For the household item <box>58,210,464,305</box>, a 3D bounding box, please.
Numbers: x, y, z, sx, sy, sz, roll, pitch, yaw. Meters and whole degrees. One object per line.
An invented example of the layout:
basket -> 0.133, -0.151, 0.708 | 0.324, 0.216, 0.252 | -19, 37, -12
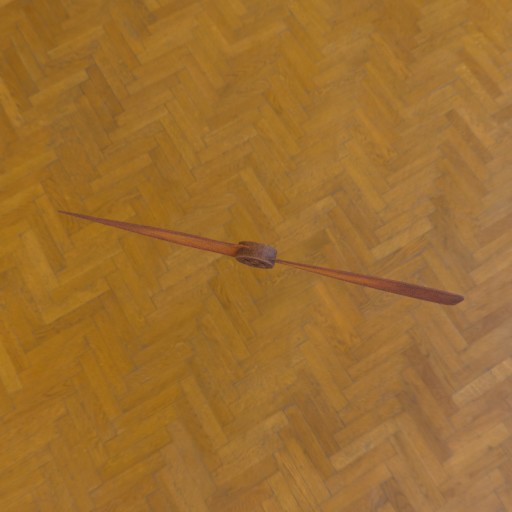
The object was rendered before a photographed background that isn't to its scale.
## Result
household item -> 0.000, 0.000, 1.278 | 1.181, 0.121, 0.051 | 13, 76, 3
